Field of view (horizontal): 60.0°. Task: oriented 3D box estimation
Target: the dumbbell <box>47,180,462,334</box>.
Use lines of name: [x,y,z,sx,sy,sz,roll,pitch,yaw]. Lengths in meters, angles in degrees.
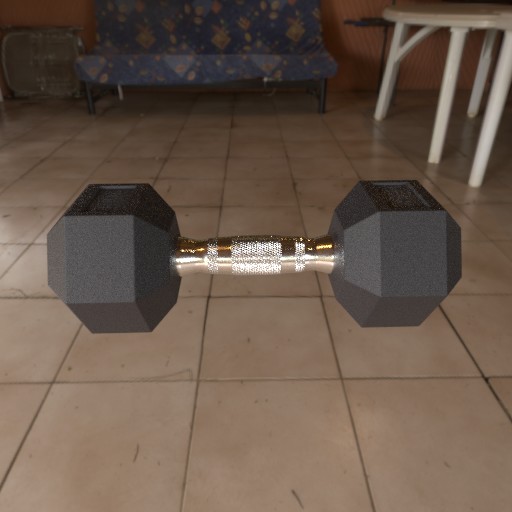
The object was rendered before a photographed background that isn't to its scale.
dumbbell: [0.000,0.000,0.348,0.297,0.101,0.116,-1,30,-2]
